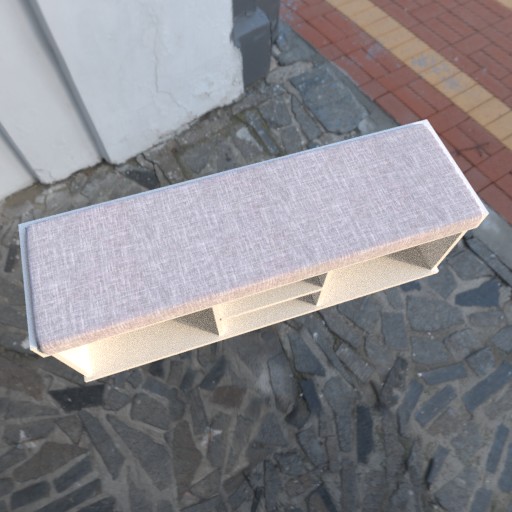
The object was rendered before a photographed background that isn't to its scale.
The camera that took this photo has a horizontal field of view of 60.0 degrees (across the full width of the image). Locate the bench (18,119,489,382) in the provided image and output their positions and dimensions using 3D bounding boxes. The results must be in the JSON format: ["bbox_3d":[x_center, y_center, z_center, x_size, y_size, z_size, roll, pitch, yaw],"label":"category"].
[{"bbox_3d":[0.000,0.000,1.354,1.196,0.453,0.363,-16,64,-8],"label":"bench"}]
